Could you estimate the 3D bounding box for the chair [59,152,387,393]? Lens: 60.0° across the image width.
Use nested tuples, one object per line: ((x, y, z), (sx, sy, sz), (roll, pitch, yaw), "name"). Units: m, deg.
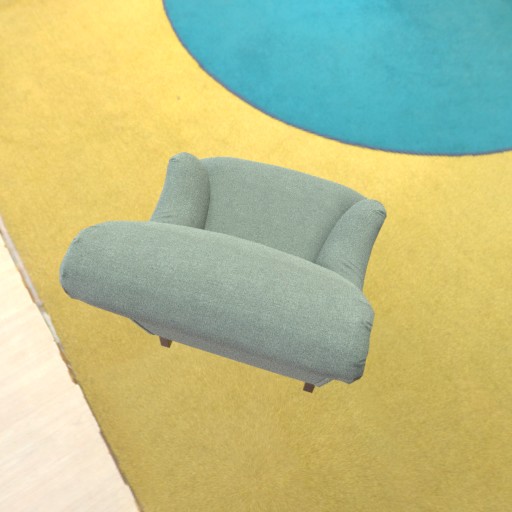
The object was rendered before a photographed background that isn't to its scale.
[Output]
((0.000, 0.000, 1.914), (0.964, 1.178, 1.060), (16, 64, 8), "chair")
